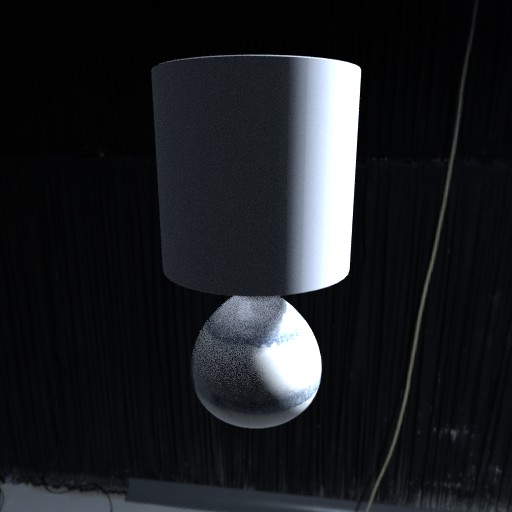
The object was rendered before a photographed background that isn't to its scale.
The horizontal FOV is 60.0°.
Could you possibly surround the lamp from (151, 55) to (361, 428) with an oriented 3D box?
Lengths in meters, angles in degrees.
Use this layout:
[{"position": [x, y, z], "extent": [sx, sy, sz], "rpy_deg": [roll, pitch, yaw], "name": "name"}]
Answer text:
[{"position": [0.000, 0.000, 0.524], "extent": [0.216, 0.404, 0.216], "rpy_deg": [2, 16, 9], "name": "lamp"}]
